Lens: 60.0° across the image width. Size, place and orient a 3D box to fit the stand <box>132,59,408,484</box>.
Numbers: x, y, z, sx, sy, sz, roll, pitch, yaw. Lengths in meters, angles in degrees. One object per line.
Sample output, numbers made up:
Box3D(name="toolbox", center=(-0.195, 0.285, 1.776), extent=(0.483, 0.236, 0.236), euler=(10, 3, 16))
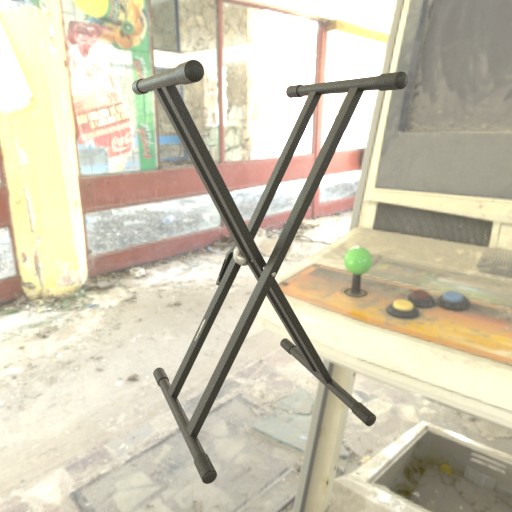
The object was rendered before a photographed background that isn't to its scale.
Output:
Box3D(name="stand", center=(0.000, 0.000, 1.194), extent=(0.503, 0.900, 0.495), euler=(-8, 19, -24))
